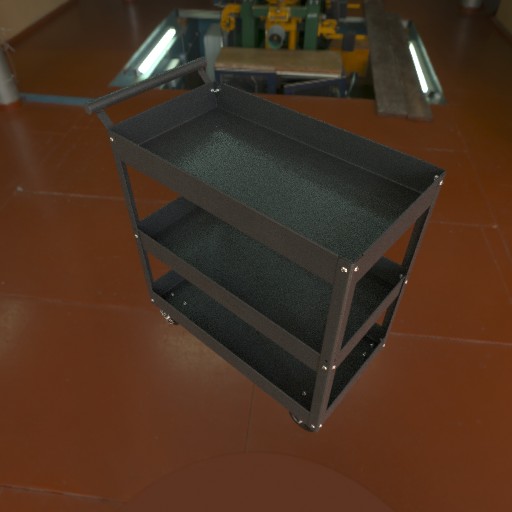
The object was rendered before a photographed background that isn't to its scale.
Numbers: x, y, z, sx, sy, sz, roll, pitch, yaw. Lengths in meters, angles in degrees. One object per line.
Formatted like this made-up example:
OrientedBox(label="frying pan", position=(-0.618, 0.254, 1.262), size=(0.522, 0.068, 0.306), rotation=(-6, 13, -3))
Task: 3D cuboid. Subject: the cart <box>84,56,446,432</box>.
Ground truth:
OrientedBox(label="cart", position=(0.000, 0.000, 1.200), size=(0.719, 0.780, 0.366), rotation=(31, 52, 28))
